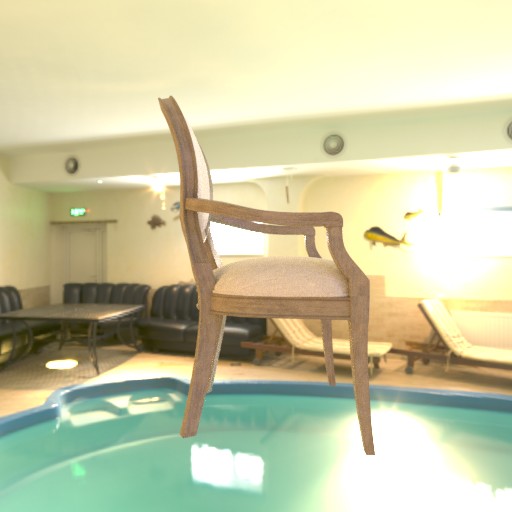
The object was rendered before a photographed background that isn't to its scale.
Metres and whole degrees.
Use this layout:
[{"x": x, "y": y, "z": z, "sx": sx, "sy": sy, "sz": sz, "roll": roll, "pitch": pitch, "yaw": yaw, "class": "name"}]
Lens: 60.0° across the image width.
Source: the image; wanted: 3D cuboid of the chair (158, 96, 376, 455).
[{"x": 0.000, "y": 0.000, "z": 1.408, "sx": 0.602, "sy": 0.991, "sz": 0.611, "roll": 0, "pitch": 0, "yaw": 0, "class": "chair"}]
